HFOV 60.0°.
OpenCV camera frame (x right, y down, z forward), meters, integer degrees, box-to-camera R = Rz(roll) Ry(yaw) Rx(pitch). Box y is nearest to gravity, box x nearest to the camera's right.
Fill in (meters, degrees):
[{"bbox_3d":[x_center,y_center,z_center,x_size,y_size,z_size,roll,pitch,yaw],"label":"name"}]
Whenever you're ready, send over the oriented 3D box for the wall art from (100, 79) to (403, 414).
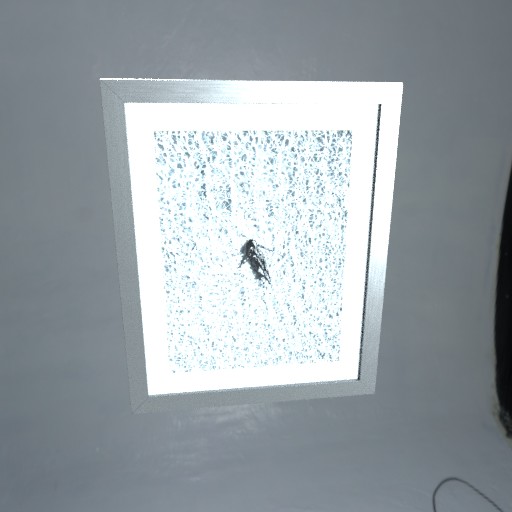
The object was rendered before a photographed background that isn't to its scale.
[{"bbox_3d":[0.000,0.000,0.516,0.308,0.379,0.030,-2,17,-7],"label":"wall art"}]
